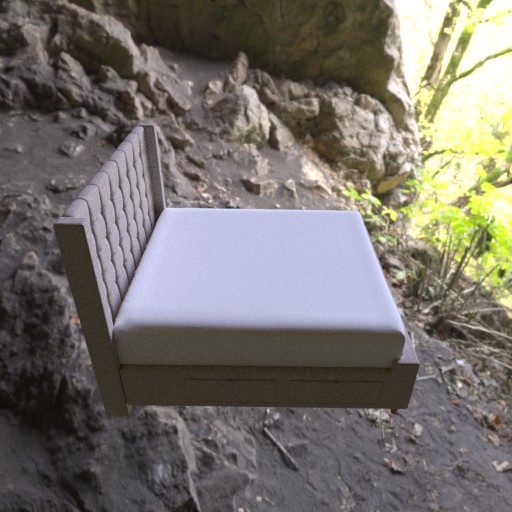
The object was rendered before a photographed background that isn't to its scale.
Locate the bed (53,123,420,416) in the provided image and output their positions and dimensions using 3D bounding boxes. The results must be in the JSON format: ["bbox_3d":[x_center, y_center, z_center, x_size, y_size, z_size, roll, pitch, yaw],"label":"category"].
[{"bbox_3d":[0.000,0.000,3.882,2.372,1.748,2.044,1,33,1],"label":"bed"}]
